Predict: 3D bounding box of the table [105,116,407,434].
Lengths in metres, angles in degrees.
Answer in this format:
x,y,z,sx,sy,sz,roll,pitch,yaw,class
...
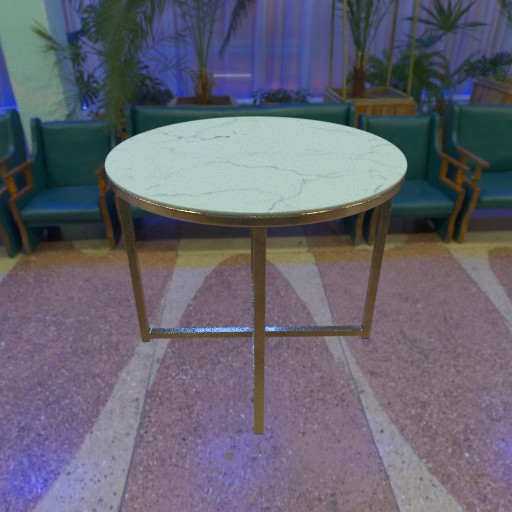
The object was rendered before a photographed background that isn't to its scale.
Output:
x,y,z,sx,sy,sz,roll,pitch,yaw,class
0.000,0.000,0.870,0.500,0.420,0.500,0,31,0,table
